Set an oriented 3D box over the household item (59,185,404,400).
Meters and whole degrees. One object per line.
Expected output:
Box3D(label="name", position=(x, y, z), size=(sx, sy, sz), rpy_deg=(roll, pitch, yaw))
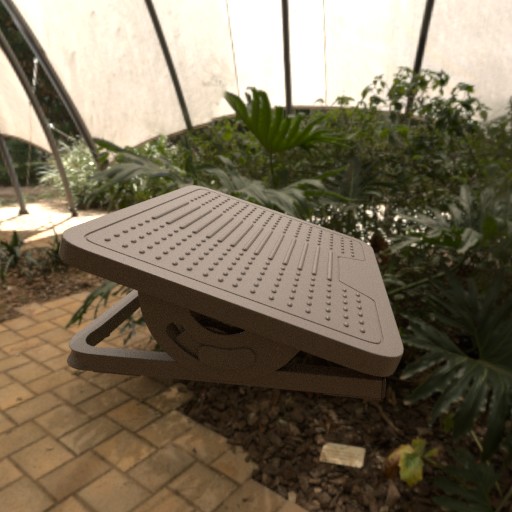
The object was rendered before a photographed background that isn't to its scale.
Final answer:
Box3D(label="household item", position=(0.000, 0.000, 0.532), size=(0.301, 0.126, 0.390), rpy_deg=(3, 16, 10))
